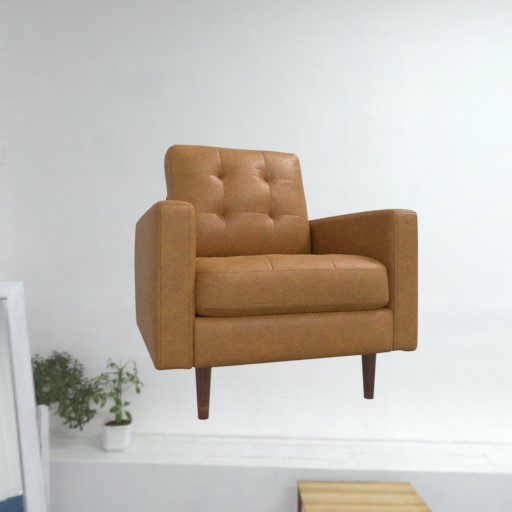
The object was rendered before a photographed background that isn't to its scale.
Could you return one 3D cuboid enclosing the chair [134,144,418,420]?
[{"bbox_3d":[0.000,0.000,1.622,0.831,0.896,0.868,0,0,-19],"label":"chair"}]
